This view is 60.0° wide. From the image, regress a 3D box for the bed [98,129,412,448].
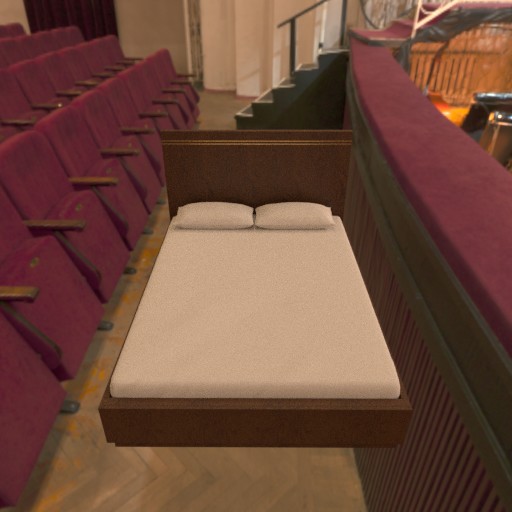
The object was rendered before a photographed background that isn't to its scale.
[{"bbox_3d":[0.000,0.000,3.097,1.613,1.169,2.221,0,31,0],"label":"bed"}]
